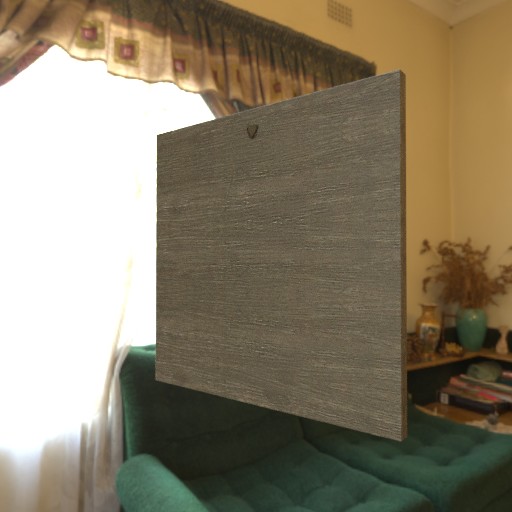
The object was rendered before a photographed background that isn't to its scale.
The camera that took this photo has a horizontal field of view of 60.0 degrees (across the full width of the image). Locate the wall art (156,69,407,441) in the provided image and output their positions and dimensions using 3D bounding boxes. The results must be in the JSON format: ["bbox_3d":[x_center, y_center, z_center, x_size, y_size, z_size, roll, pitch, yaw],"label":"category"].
[{"bbox_3d":[0.000,0.000,0.693,0.462,0.459,0.027,-1,-1,38],"label":"wall art"}]
